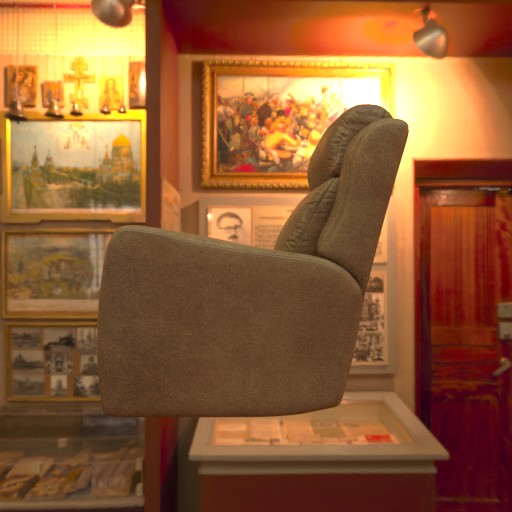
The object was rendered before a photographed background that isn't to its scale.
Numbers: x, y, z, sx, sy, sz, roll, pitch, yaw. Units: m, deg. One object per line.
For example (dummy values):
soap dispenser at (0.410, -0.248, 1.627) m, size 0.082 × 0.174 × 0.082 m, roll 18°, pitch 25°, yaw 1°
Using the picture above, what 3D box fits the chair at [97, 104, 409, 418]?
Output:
chair at (0.000, 0.000, 1.916) m, size 1.068 × 1.116 × 0.965 m, roll 0°, pitch -1°, yaw 1°
